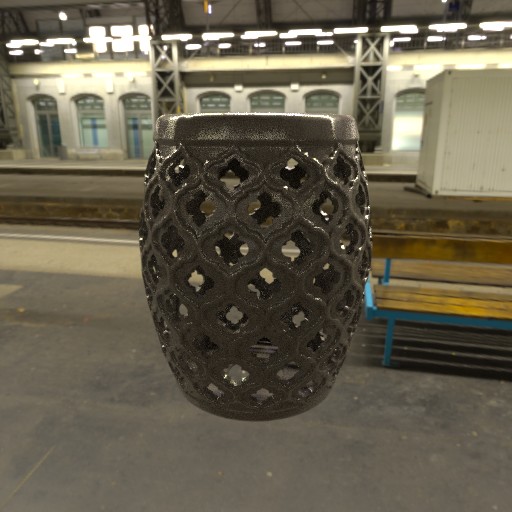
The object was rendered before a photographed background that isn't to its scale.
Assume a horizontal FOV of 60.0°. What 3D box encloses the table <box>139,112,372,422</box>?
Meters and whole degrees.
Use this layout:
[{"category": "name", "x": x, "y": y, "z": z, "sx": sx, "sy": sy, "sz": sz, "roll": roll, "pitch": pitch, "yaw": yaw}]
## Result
[{"category": "table", "x": 0.000, "y": 0.000, "z": 0.644, "sx": 0.325, "sy": 0.388, "sz": 0.325, "roll": 0, "pitch": 16, "yaw": 0}]
